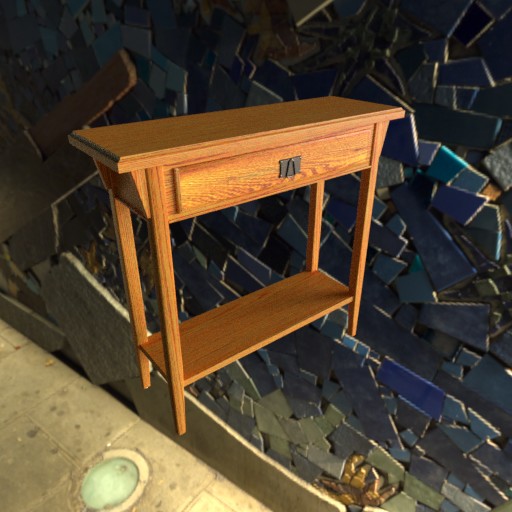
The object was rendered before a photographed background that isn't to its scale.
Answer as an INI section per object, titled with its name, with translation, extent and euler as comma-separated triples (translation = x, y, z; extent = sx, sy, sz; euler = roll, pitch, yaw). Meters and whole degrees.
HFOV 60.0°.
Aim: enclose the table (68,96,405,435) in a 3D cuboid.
[table]
translation = 0.000, 0.000, 1.174
extent = 0.762, 0.711, 0.254
euler = -20, 34, -33
